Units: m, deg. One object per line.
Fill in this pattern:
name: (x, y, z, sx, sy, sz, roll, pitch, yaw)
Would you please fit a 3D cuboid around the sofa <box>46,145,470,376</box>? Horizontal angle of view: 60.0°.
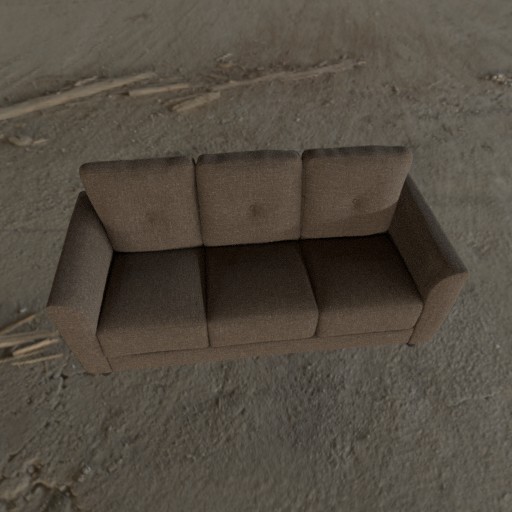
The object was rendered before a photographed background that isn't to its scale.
sofa: (0.000, 0.000, 2.306, 1.847, 0.891, 0.837, -4, 45, -4)
